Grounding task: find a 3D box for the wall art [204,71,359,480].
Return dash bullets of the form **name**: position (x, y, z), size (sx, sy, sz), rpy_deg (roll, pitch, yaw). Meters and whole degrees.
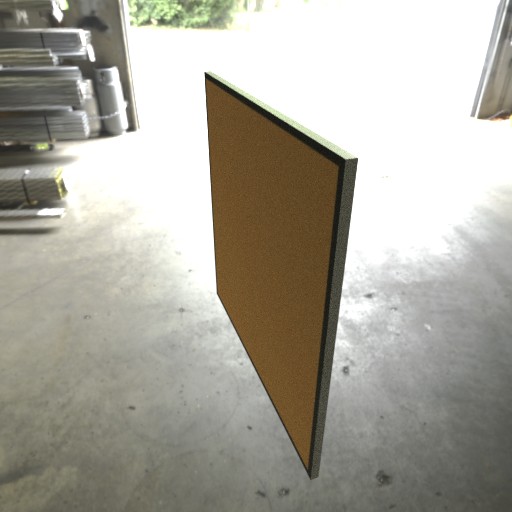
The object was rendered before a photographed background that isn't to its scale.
- **wall art**: position (0.000, 0.000, 1.183), size (0.022, 0.803, 0.805), rpy_deg (-11, 33, -17)
